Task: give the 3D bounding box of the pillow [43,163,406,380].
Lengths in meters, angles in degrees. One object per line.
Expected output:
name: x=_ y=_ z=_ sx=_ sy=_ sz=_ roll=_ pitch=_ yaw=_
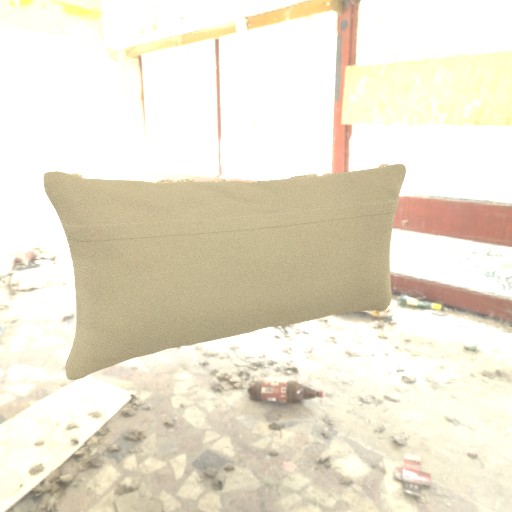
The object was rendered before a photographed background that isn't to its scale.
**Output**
pillow: x=0.000 y=0.000 z=0.729 sx=0.608 sy=0.295 sz=0.161 roll=-7 pitch=17 yaw=-25
